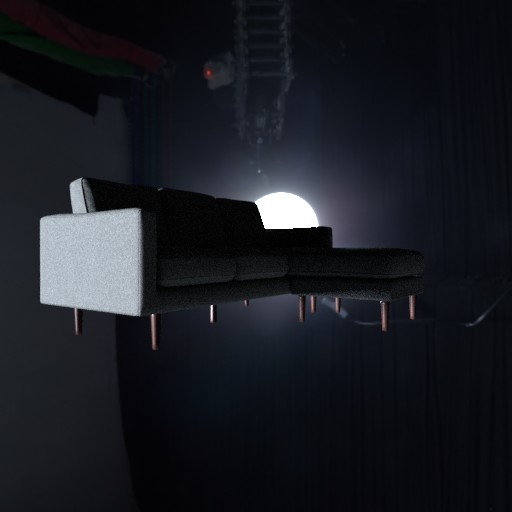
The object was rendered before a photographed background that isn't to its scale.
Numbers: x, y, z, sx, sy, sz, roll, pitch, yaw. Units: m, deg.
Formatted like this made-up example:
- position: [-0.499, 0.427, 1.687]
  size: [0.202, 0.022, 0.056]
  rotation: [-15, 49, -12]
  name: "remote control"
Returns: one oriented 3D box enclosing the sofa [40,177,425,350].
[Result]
- position: [0.000, 0.000, 2.955]
  size: [1.667, 0.957, 2.055]
  rotation: [0, 1, 36]
  name: "sofa"
